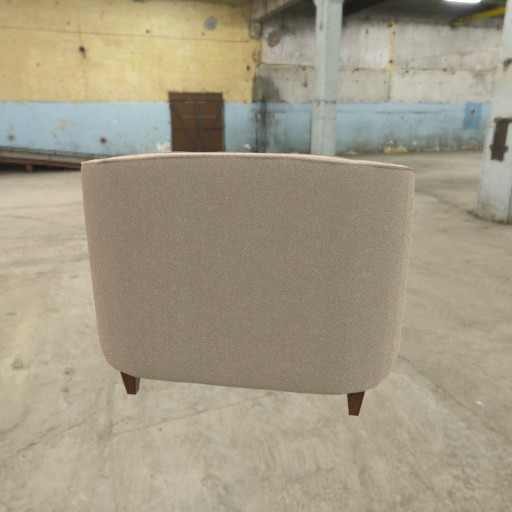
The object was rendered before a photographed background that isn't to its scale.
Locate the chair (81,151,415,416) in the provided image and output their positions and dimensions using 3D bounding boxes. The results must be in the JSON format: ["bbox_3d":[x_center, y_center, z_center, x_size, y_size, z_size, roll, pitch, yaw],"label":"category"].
[{"bbox_3d":[0.000,0.000,1.753,1.104,0.852,0.941,3,17,8],"label":"chair"}]
